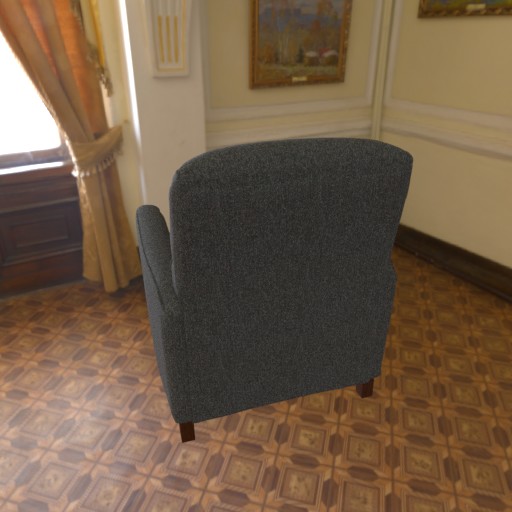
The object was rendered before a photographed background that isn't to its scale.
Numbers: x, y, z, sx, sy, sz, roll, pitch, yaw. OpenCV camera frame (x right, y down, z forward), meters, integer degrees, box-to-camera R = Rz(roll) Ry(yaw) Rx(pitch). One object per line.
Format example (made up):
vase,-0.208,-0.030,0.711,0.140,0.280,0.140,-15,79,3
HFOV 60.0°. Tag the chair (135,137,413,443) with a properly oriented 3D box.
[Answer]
chair,0.000,0.000,1.680,0.839,1.016,0.850,-8,28,-15
